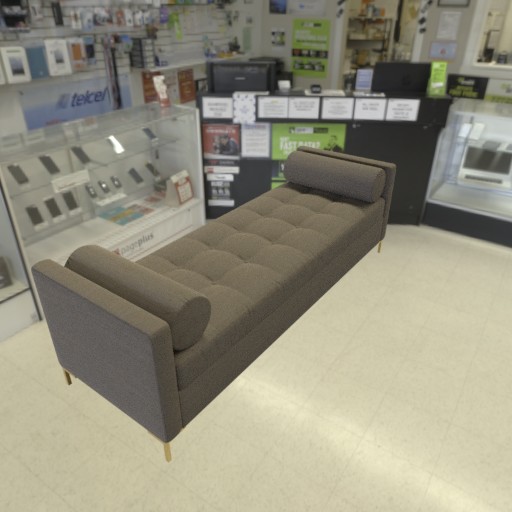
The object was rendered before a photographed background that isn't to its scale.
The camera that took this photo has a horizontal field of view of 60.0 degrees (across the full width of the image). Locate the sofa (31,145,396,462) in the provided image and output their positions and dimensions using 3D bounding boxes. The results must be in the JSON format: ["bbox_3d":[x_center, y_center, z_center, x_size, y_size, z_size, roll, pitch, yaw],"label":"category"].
[{"bbox_3d":[0.000,0.000,2.343,0.686,0.635,1.981,21,36,31],"label":"sofa"}]
